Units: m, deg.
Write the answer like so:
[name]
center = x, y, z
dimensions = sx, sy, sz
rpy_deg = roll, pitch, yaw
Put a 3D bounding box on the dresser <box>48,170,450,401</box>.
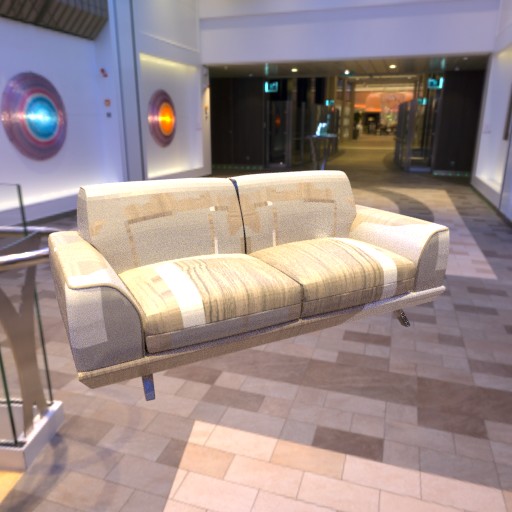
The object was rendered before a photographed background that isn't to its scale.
[dresser]
center = 0.000, 0.000, 5.655
dimensions = 4.679, 1.863, 2.251
rpy_deg = -9, 19, -27
